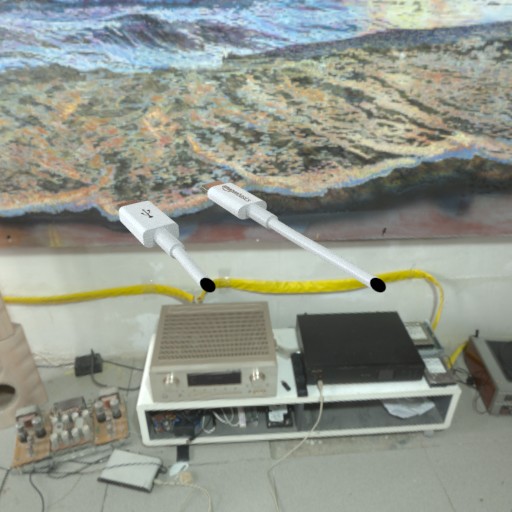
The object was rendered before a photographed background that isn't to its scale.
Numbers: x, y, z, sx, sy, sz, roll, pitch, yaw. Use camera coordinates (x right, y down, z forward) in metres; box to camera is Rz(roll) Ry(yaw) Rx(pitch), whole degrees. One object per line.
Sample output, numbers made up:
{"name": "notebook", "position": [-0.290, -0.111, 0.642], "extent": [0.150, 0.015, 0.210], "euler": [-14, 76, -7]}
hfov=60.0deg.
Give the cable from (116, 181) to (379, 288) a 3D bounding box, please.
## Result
{"name": "cable", "position": [0.000, 0.000, 0.111], "extent": [0.040, 0.006, 0.098], "euler": [-19, 35, -29]}
